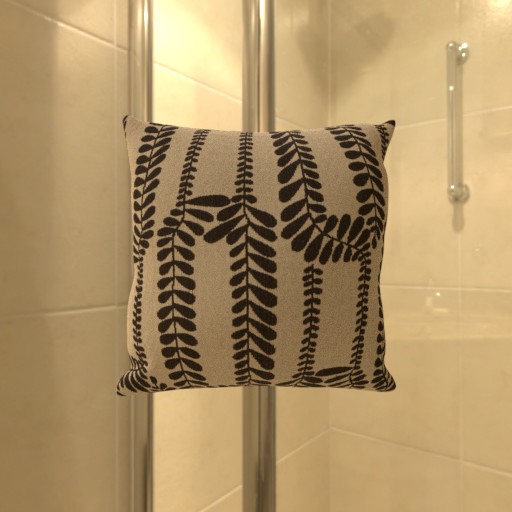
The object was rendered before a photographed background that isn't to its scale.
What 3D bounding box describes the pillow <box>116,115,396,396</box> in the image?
[{"bbox_3d":[0.000,0.000,0.691,0.440,0.441,0.182,0,0,0],"label":"pillow"}]
